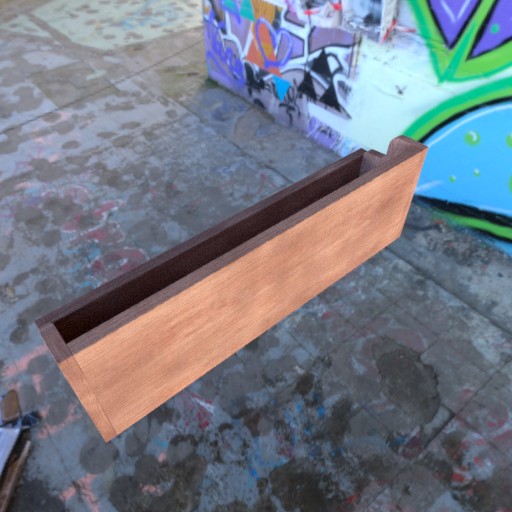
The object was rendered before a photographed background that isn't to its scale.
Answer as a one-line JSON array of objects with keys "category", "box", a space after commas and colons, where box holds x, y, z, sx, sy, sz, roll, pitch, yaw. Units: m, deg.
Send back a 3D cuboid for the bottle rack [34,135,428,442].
[{"category": "bottle rack", "box": [0.000, 0.000, 0.672, 0.608, 0.196, 0.126, -31, 53, -26]}]
